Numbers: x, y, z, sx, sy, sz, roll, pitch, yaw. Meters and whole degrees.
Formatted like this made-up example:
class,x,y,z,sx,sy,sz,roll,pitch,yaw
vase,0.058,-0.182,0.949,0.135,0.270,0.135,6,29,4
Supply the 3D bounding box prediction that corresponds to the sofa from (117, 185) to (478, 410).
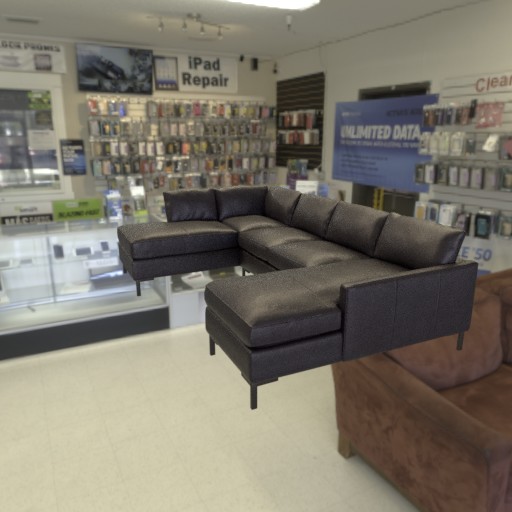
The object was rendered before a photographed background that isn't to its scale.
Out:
class,x,y,z,sx,sy,sz,roll,pitch,yaw
sofa,0.000,0.000,3.900,1.939,0.900,2.956,-7,17,-24
